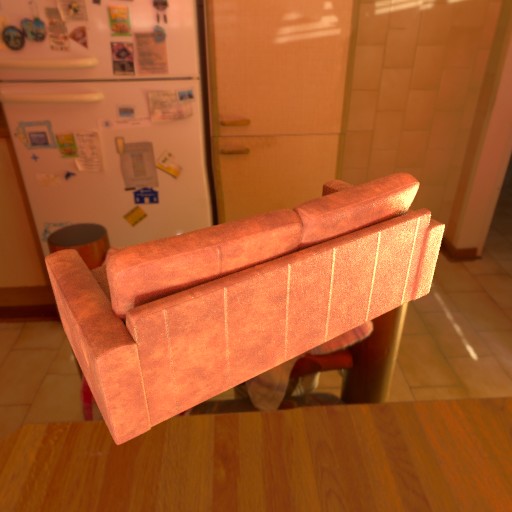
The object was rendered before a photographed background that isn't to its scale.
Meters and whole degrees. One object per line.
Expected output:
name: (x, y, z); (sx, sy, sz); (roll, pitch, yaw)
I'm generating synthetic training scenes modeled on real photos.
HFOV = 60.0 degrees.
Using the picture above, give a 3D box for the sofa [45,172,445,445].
sofa: (0.000, 0.000, 2.673); (2.179, 0.873, 1.016); (-18, 35, -29)
